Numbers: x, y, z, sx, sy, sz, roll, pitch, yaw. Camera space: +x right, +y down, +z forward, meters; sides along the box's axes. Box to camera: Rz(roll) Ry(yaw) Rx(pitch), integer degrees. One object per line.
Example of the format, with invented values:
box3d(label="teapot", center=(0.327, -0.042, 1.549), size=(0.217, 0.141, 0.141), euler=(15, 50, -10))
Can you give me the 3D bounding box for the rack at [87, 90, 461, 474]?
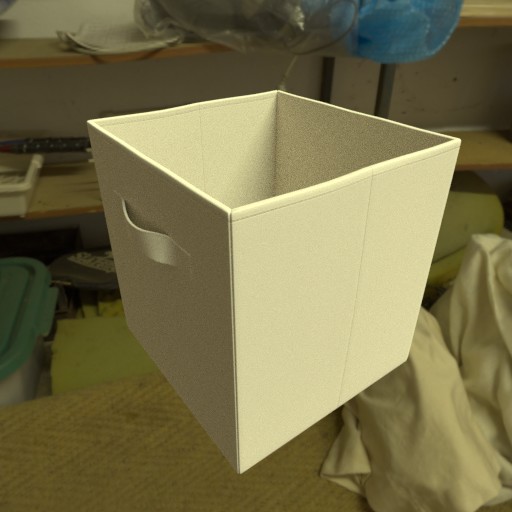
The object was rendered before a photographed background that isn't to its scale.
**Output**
box3d(label="rack", center=(0.000, 0.000, 0.495), size=(0.270, 0.280, 0.270), euler=(-21, 38, -30))
